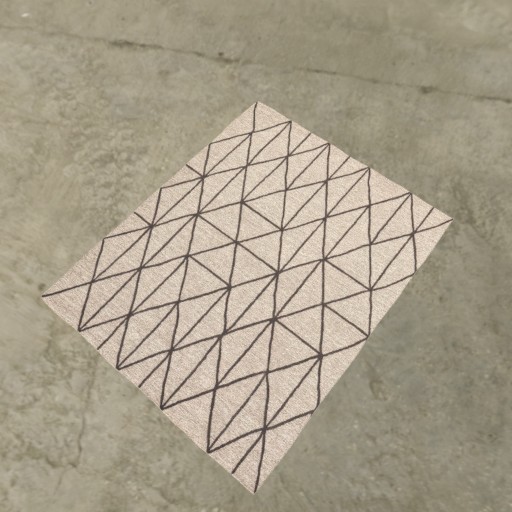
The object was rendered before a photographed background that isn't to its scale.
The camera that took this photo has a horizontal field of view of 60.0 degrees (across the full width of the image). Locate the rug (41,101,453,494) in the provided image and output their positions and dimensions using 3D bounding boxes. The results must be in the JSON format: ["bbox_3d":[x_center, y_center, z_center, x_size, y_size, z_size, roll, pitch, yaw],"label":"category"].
[{"bbox_3d":[0.000,0.000,4.098,2.468,0.022,3.061,36,69,16],"label":"rug"}]
